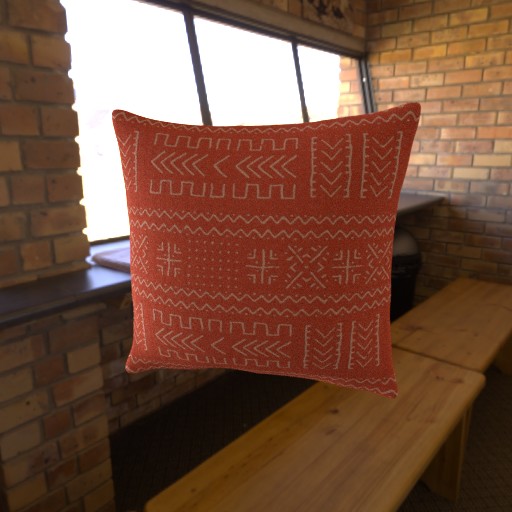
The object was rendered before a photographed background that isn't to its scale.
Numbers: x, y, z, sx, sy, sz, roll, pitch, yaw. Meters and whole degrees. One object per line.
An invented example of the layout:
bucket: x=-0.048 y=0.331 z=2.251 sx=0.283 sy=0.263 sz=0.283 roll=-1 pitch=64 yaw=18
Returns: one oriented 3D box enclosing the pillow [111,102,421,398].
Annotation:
pillow: x=0.000 y=0.000 z=0.660 sx=0.438 sy=0.429 sz=0.164 roll=2 pitch=14 yaw=9
